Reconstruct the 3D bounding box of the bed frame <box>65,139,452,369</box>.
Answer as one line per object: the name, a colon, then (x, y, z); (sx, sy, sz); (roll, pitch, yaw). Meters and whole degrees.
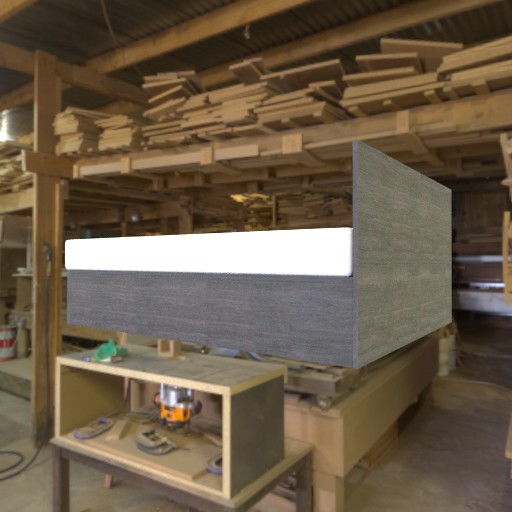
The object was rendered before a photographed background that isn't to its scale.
bed frame: (0.000, 0.000, 2.671); (1.900, 0.800, 1.400); (0, 0, 36)
